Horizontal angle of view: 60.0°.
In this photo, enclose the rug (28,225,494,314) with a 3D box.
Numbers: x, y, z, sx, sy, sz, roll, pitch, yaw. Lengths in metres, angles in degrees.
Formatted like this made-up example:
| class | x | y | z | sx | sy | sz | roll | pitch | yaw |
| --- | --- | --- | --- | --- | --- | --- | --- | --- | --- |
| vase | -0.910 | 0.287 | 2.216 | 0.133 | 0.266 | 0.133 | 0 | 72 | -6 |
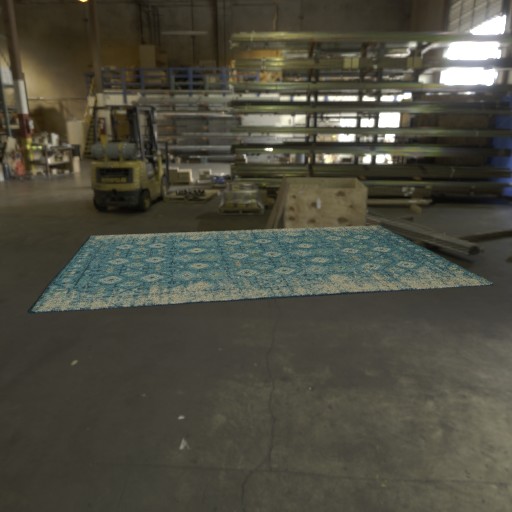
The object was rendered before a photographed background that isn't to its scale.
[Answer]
| class | x | y | z | sx | sy | sz | roll | pitch | yaw |
| --- | --- | --- | --- | --- | --- | --- | --- | --- | --- |
| rug | 0.000 | 0.000 | 2.994 | 2.449 | 0.015 | 1.530 | -3 | 17 | -9 |
